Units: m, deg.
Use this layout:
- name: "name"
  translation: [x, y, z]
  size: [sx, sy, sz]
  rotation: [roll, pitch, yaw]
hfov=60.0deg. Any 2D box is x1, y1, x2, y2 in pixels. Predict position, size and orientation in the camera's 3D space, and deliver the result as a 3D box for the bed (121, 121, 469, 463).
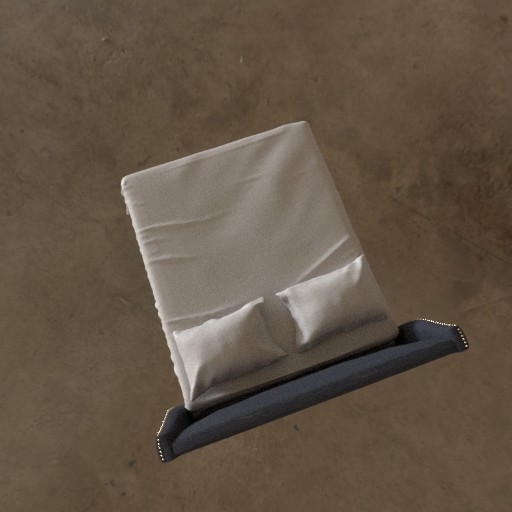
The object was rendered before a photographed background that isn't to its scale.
- name: "bed"
  translation: [0.000, 0.000, 3.436]
  size: [1.925, 1.332, 2.276]
  rotation: [-19, 75, -5]
